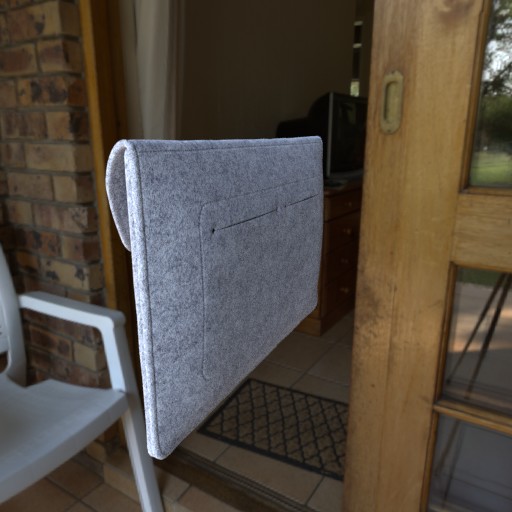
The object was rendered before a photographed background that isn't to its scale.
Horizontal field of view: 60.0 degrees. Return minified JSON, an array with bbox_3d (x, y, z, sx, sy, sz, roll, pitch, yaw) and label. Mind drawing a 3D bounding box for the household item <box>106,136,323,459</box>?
[{"bbox_3d":[0.000,0.000,0.427,0.057,0.221,0.335,8,17,26],"label":"household item"}]
